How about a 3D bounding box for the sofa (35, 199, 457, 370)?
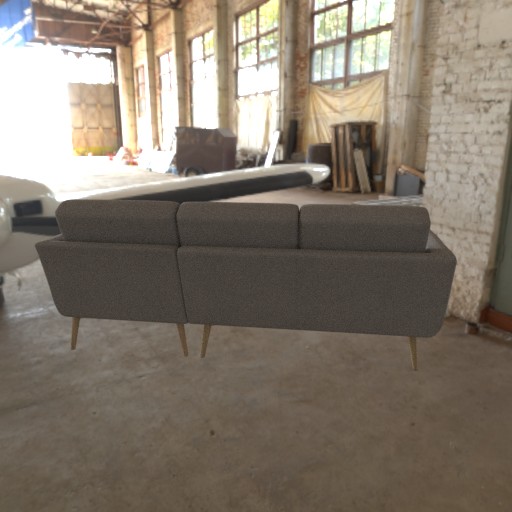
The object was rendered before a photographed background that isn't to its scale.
[{"bbox_3d":[0.000,0.000,2.812,2.040,0.860,1.530,2,15,8],"label":"sofa"}]
